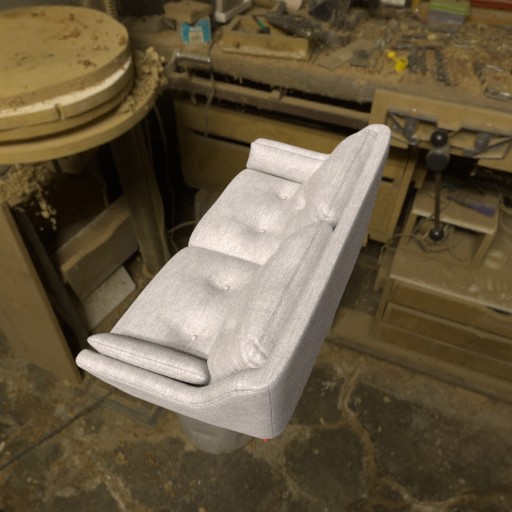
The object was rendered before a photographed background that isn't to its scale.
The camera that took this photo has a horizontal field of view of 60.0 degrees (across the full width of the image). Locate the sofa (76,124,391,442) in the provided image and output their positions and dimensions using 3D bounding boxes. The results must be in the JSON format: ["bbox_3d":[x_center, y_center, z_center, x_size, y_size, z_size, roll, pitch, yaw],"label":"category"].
[{"bbox_3d":[0.000,0.000,2.439,0.976,0.897,1.930,18,49,17],"label":"sofa"}]
